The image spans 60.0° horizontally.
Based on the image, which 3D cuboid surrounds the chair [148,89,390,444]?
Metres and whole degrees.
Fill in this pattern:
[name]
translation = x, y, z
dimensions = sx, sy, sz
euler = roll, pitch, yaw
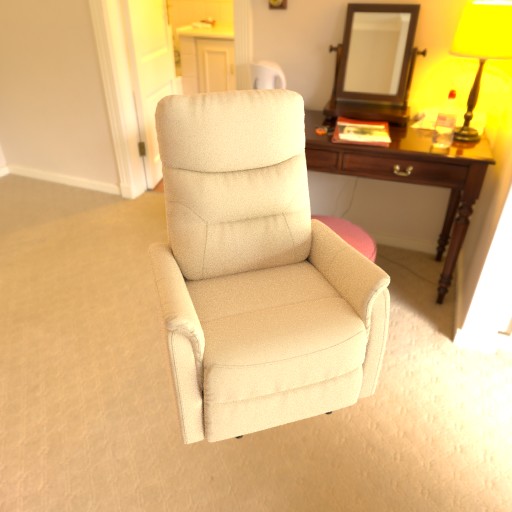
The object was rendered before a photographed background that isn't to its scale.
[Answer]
[chair]
translation = 0.000, 0.000, 1.670
dimensions = 0.775, 1.082, 0.831
euler = -9, 34, -14
